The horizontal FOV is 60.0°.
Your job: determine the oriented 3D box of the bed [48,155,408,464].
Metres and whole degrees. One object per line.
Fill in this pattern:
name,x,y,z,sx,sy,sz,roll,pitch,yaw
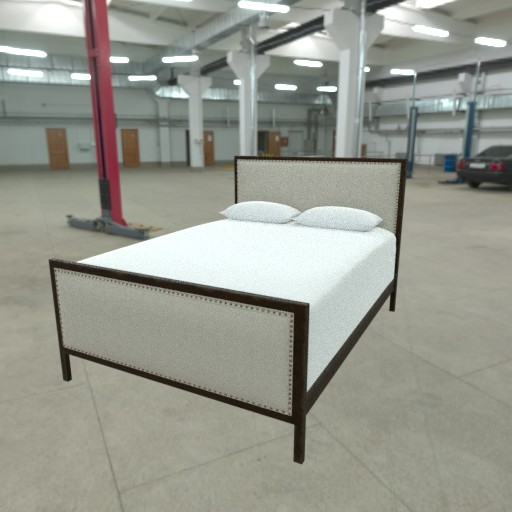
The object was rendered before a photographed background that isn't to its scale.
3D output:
bed,0.000,0.000,3.163,1.607,1.313,2.221,8,16,27
